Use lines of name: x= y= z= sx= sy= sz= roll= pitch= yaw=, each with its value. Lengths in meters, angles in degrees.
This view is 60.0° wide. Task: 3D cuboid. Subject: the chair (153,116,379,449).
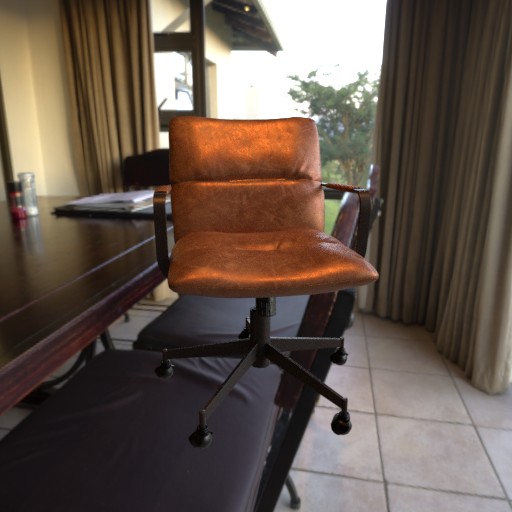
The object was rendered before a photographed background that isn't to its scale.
chair: x=0.000 y=0.000 z=1.496 sx=0.727 sy=0.922 sz=0.754 roll=-2 pitch=16 yaw=-8
